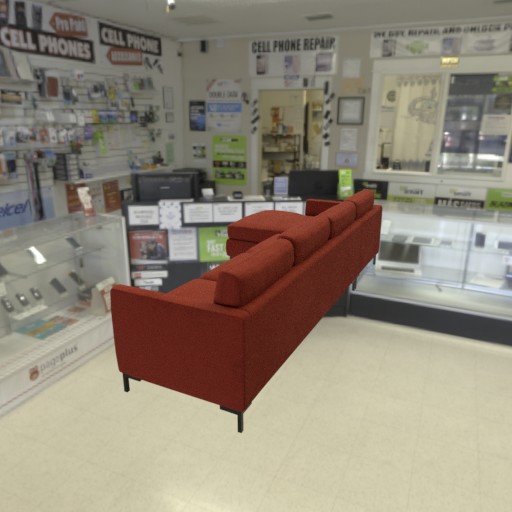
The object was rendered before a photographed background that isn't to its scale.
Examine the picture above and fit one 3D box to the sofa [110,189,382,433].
[{"bbox_3d":[0.000,0.000,2.940,1.136,0.663,2.467,9,19,26],"label":"sofa"}]
